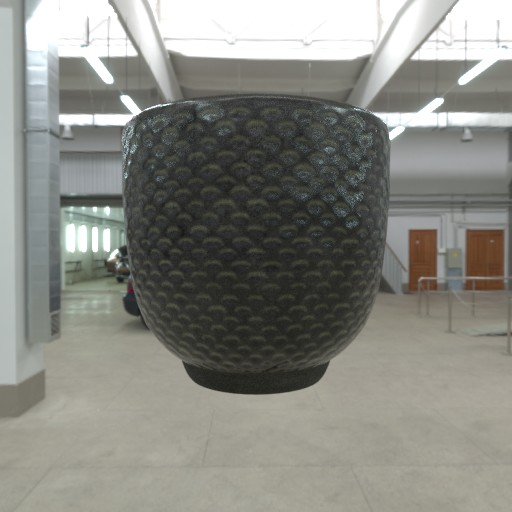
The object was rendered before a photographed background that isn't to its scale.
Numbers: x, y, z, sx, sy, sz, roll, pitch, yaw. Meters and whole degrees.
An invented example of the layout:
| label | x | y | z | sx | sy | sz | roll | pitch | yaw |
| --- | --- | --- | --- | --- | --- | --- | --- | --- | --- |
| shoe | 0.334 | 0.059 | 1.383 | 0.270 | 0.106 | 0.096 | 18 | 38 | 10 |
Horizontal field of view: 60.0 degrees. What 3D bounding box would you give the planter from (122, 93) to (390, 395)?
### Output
| label | x | y | z | sx | sy | sz | roll | pitch | yaw |
| --- | --- | --- | --- | --- | --- | --- | --- | --- | --- |
| planter | 0.000 | 0.000 | 0.298 | 0.172 | 0.160 | 0.172 | 0 | 1 | 0 |
